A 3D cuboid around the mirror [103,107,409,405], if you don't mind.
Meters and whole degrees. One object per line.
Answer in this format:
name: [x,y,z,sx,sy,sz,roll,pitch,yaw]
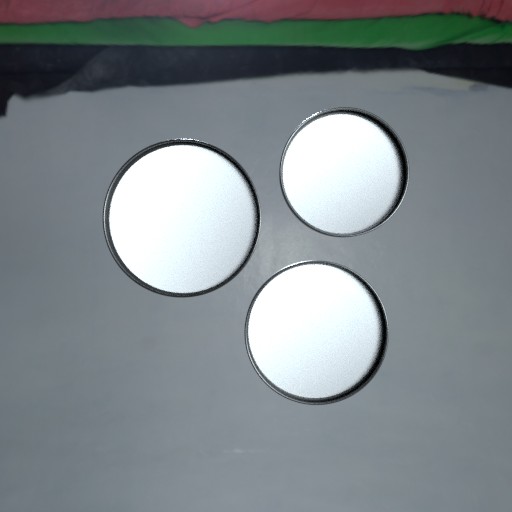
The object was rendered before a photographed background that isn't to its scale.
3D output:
mirror: [0.000,0.000,3.155,2.160,2.096,0.076,0,0,0]
